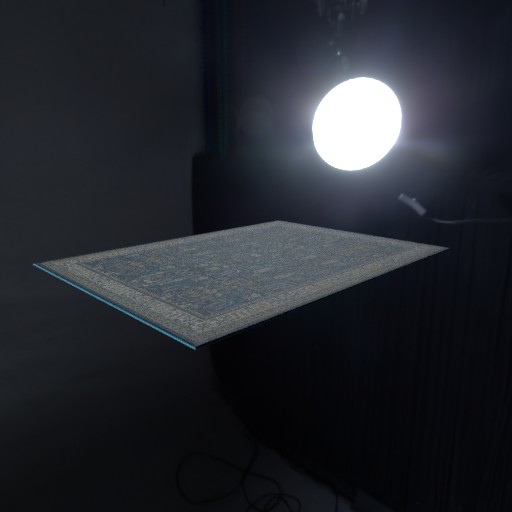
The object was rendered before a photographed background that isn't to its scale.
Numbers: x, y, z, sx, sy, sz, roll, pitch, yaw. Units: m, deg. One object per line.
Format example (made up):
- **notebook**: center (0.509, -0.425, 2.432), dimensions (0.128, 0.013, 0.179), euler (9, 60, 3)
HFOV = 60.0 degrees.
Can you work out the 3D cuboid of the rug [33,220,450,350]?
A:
- **rug**: center (0.000, 0.000, 3.976), dimensions (3.044, 0.015, 2.226), euler (-14, 20, -43)
